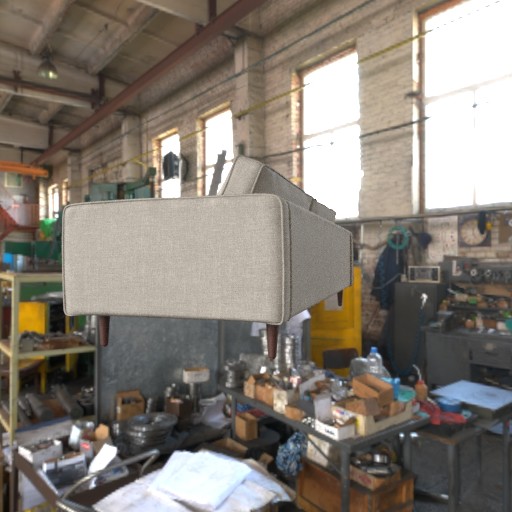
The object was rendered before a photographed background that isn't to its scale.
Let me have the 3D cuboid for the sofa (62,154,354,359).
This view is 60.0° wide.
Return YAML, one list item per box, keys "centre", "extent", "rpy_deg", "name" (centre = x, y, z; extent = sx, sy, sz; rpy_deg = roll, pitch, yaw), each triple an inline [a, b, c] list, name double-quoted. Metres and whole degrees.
- centre: [0.000, 0.000, 2.626]
  extent: [0.914, 0.762, 2.211]
  rpy_deg: [0, 0, 18]
  name: "sofa"
